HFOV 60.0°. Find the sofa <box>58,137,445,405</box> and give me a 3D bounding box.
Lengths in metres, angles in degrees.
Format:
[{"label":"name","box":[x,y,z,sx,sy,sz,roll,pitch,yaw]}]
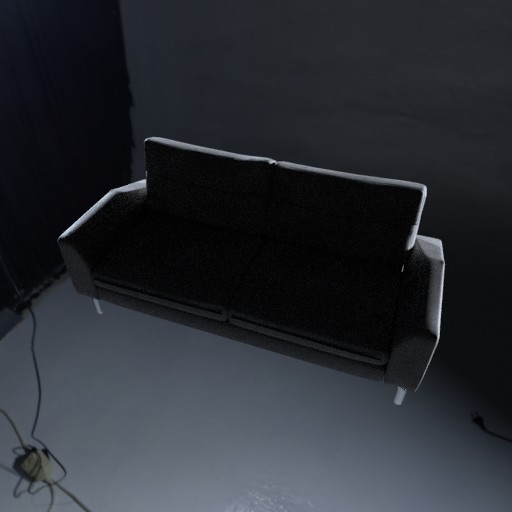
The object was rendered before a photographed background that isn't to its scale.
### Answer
[{"label":"sofa","box":[0.000,0.000,2.371,1.837,0.859,0.849,13,42,15]}]
